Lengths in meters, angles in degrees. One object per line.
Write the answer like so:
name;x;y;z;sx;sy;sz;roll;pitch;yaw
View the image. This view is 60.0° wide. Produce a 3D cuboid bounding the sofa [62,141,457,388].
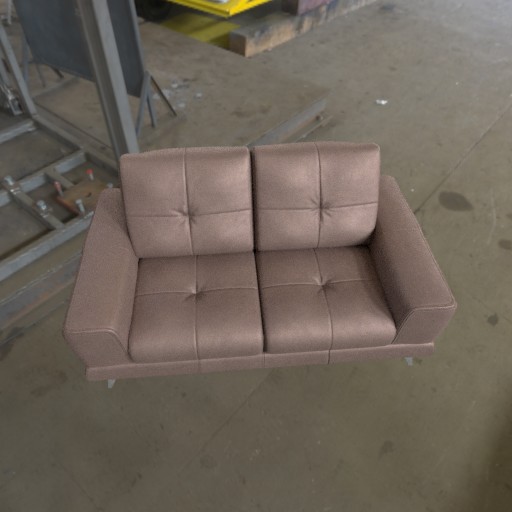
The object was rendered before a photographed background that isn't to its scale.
sofa;0.000;0.000;2.350;1.806;0.907;1.018;-3;47;-3
